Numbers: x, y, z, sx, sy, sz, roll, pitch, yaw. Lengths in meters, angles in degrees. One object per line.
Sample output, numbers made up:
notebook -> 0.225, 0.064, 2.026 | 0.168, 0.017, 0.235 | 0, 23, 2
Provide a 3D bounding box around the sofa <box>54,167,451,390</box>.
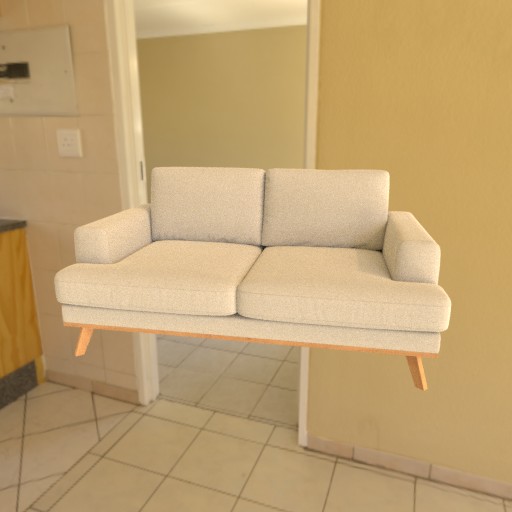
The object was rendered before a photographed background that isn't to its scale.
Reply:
sofa -> 0.000, 0.000, 2.191 | 1.651, 0.810, 0.915 | 3, 16, 10
